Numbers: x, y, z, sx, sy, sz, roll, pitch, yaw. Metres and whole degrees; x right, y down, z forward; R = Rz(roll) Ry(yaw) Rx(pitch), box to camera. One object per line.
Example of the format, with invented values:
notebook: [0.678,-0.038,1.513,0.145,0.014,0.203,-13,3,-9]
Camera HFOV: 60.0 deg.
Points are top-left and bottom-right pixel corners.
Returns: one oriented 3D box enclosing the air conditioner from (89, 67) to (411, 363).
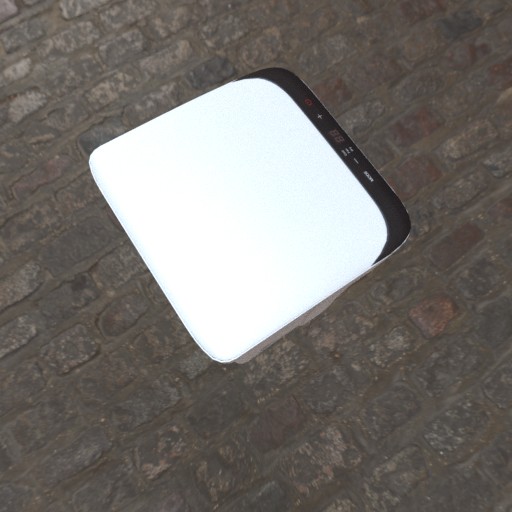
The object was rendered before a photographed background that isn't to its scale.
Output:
air conditioner: [0.000,0.000,0.937,0.369,0.716,0.352,-33,77,-9]
